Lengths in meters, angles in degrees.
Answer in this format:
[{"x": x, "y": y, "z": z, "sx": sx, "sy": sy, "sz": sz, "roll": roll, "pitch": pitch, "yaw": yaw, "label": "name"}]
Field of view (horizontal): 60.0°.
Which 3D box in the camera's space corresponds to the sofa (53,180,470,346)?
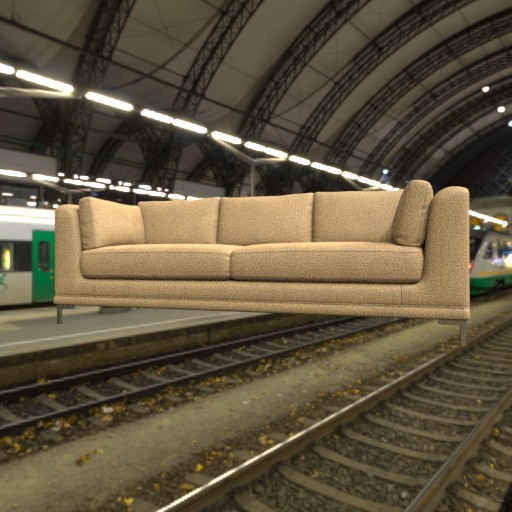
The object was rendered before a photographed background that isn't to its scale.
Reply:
[{"x": 0.000, "y": 0.000, "z": 2.895, "sx": 2.415, "sy": 0.867, "sz": 0.969, "roll": 0, "pitch": 0, "yaw": 18, "label": "sofa"}]
